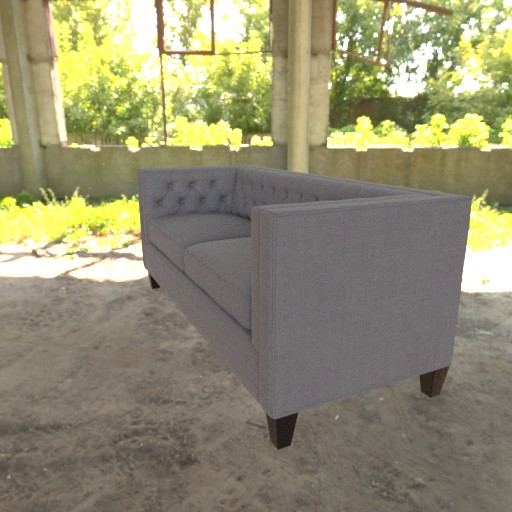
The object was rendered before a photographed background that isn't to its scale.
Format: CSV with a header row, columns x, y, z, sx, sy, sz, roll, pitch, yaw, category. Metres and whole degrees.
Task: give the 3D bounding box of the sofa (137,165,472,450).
x,y,z,sx,sy,sz,roll,pitch,yaw,category
0.000,0.000,2.189,0.775,0.762,1.778,-7,17,-25,sofa
